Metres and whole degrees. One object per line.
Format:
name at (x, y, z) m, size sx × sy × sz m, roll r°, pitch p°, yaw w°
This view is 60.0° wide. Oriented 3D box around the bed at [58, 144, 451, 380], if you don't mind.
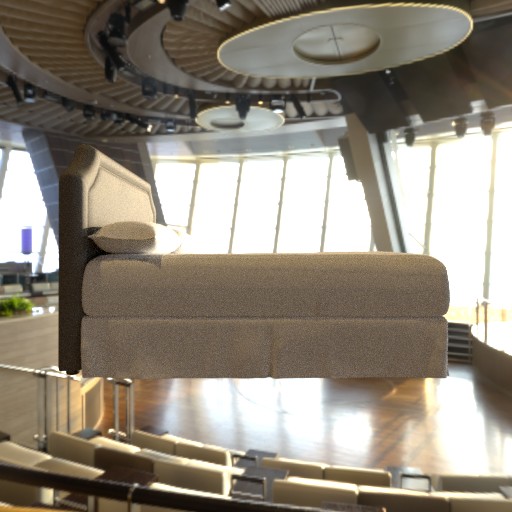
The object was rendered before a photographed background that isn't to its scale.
bed at (0.000, 0.000, 3.859) m, size 2.536 × 1.561 × 2.194 m, roll 0°, pitch 0°, yaw 0°
